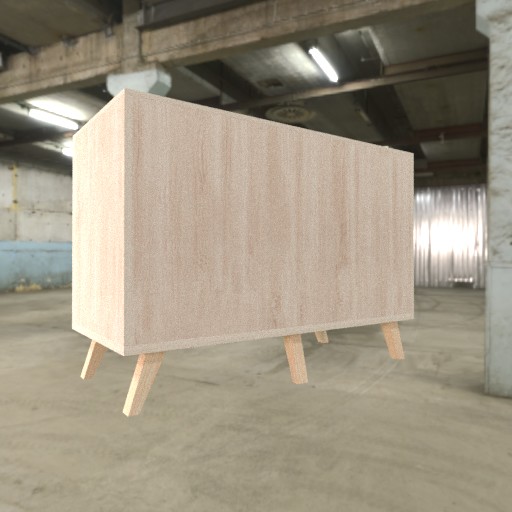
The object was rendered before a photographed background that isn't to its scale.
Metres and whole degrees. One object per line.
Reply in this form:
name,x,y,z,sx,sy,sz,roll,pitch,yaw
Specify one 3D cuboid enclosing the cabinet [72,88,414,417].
cabinet,0.000,0.000,1.560,1.110,0.780,0.500,0,0,-35
